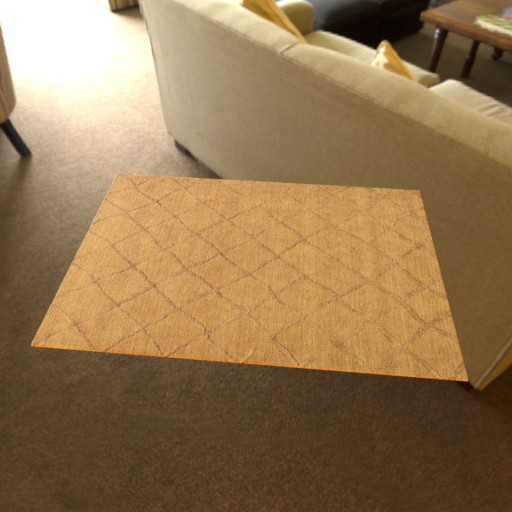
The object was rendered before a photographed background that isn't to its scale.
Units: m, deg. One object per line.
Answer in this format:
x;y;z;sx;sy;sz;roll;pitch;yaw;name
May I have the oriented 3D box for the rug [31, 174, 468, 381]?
0.000;0.000;2.830;2.292;0.014;1.528;4;47;3;rug
